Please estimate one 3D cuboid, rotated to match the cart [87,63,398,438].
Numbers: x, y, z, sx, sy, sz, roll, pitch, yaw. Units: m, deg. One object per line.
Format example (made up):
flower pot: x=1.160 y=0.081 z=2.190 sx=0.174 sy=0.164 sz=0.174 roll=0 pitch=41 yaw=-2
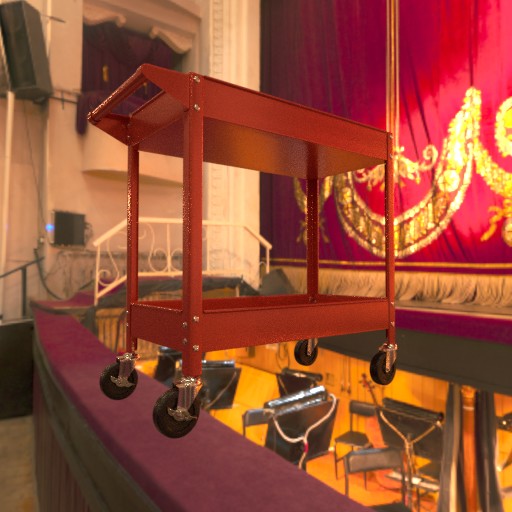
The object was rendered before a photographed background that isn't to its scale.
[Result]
cart: x=0.000 y=0.000 z=1.175 sx=0.779 sy=0.719 sz=0.366 roll=1 pitch=-2 yaw=-37
